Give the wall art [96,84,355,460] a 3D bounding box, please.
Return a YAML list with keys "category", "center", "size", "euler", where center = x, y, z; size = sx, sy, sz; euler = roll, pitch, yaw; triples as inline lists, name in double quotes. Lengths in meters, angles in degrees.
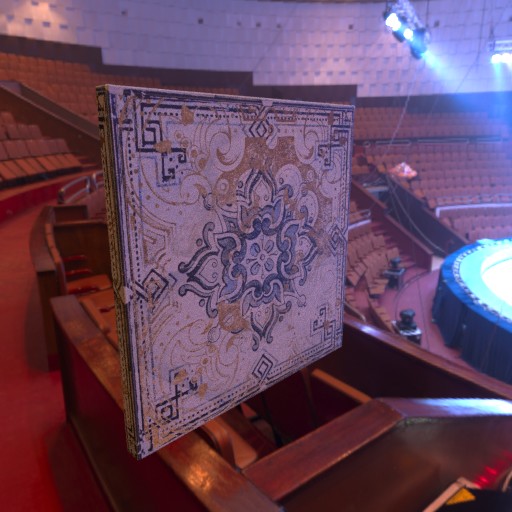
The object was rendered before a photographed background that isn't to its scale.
- category: "wall art"
  center: [0.000, 0.000, 0.901]
  size: [0.036, 0.607, 0.609]
  euler: [15, 21, 43]
